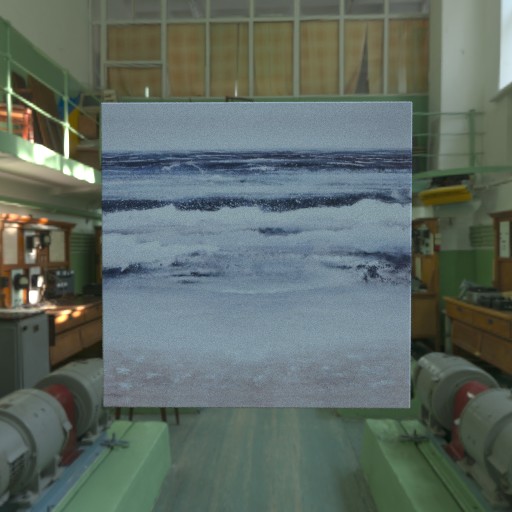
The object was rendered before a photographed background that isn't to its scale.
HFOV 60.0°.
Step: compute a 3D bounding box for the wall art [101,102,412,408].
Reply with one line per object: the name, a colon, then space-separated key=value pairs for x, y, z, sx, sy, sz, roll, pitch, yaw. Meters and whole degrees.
wall art: x=0.000 y=0.000 z=1.111 sx=0.755 sy=0.747 sz=0.065 roll=0 pitch=1 yaw=1
